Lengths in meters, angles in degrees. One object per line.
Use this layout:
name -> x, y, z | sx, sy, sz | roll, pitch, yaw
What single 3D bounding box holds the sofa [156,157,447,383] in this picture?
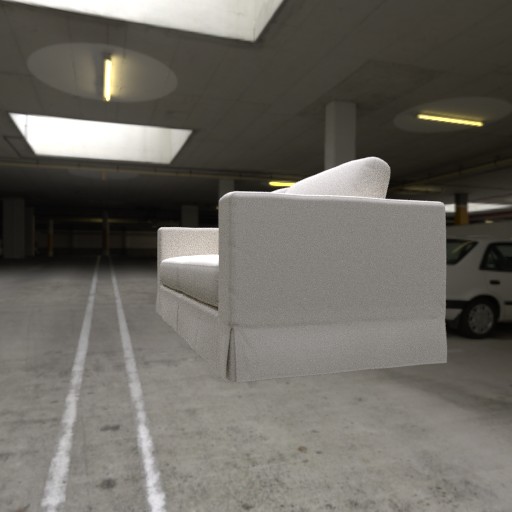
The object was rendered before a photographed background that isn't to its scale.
sofa -> 0.000, 0.000, 2.683 | 0.954, 0.881, 2.163 | 0, 0, -19
